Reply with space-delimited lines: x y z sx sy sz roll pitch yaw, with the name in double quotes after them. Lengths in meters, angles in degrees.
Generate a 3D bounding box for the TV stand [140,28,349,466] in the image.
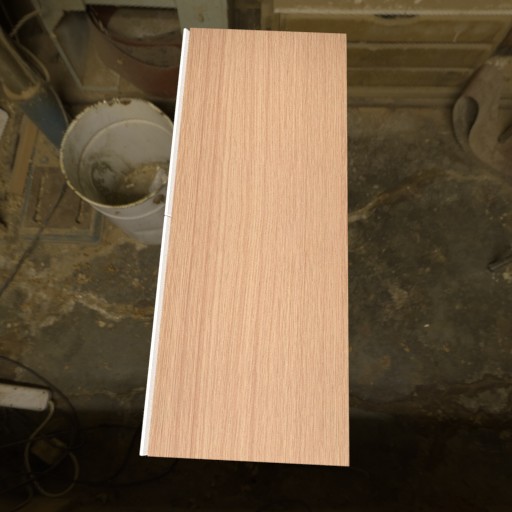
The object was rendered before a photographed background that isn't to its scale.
0.000 0.000 1.300 0.407 0.660 0.991 3 75 1 "TV stand"
